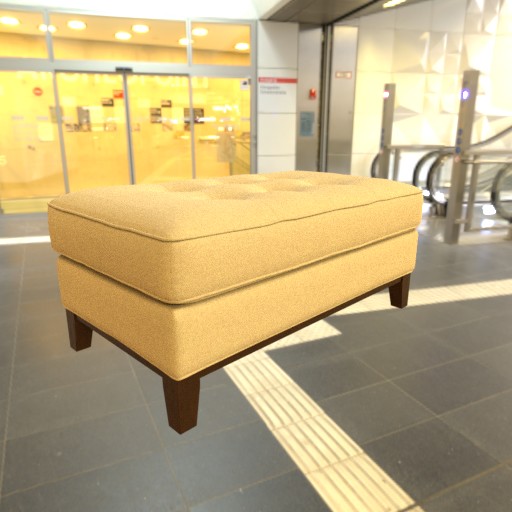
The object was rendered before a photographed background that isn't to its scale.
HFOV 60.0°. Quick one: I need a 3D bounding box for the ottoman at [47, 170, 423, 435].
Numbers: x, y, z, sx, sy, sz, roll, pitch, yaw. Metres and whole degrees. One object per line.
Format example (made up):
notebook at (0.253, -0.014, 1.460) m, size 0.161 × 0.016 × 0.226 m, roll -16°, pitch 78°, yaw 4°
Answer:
ottoman at (0.000, 0.000, 1.512) m, size 1.143 × 0.508 × 0.648 m, roll -15°, pitch 22°, yaw -43°
